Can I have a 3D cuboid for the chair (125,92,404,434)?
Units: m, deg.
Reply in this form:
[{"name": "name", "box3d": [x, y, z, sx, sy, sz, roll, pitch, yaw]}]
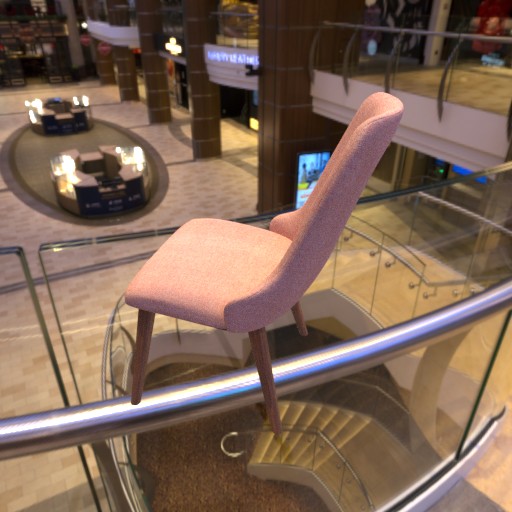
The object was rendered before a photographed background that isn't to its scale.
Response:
[{"name": "chair", "box3d": [0.000, 0.000, 1.331, 0.707, 0.918, 0.535, 8, 31, 14]}]
